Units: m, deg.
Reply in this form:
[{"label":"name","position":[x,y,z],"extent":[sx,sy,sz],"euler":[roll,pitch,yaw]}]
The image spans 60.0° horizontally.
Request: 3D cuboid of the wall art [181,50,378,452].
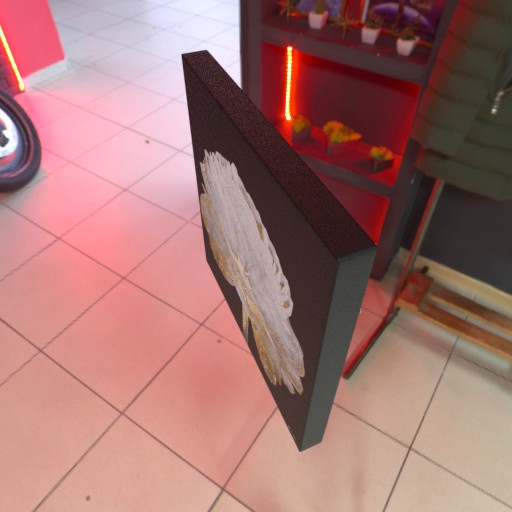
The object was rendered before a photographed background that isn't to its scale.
[{"label":"wall art","position":[0.000,0.000,0.614],"extent":[0.041,0.407,0.406],"euler":[-18,49,-16]}]
